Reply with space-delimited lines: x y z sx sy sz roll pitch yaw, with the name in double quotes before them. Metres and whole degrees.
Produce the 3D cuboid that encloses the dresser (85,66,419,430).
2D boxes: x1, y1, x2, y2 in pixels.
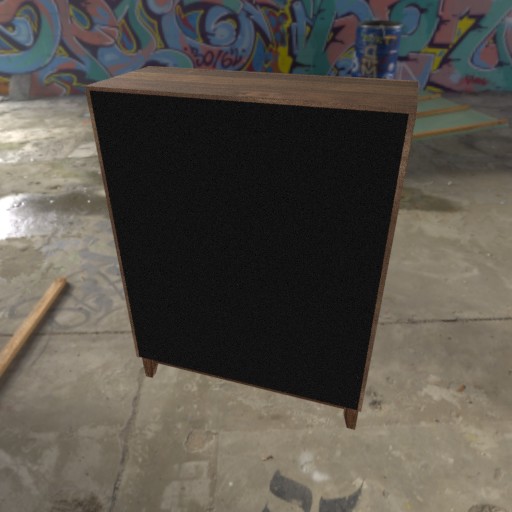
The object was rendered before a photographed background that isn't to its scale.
"dresser" 0.000 0.000 1.885 1.062 1.393 0.442 9 33 15
